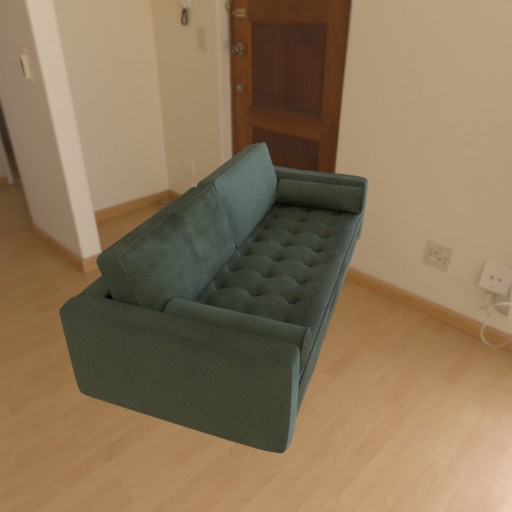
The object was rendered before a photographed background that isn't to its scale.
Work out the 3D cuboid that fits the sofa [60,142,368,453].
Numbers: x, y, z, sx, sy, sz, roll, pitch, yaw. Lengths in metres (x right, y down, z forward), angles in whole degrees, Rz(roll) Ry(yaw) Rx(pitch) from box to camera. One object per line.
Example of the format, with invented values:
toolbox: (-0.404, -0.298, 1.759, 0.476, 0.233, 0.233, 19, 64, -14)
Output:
sofa: (0.000, 0.000, 2.343, 0.916, 0.772, 1.880, 10, 31, 17)
